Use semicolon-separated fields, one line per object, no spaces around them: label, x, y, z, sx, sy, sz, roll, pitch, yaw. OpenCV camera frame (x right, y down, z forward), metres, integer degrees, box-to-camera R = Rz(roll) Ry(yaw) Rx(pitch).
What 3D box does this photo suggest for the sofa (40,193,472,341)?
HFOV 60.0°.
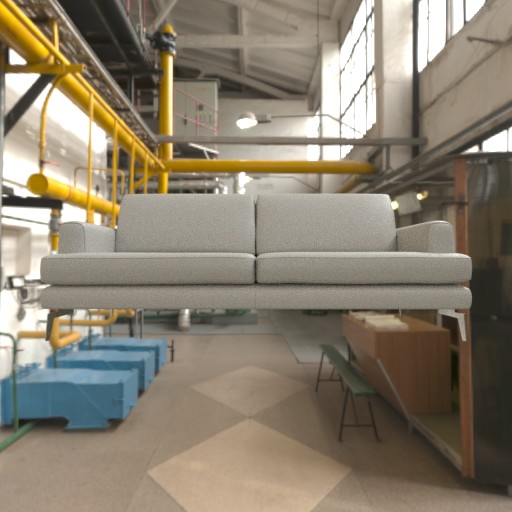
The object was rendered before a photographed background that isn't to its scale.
sofa;0.000;0.000;2.443;1.940;0.765;0.974;0;0;0
